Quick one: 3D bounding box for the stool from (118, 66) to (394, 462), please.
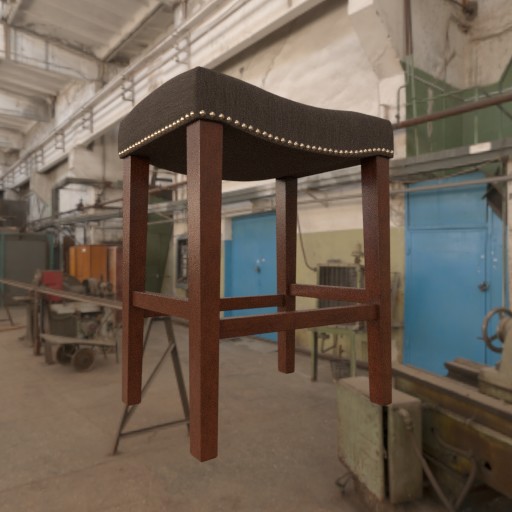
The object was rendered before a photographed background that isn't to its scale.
[{"bbox_3d":[0.000,0.000,0.985,0.504,0.654,0.372,0,0,-36],"label":"stool"}]
